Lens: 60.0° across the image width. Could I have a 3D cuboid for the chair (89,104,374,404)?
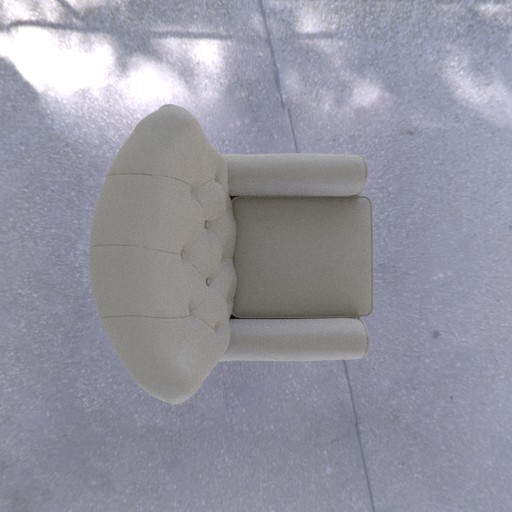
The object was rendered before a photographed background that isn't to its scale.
[{"bbox_3d":[0.000,0.000,1.890,1.059,1.158,0.943,0,89,-1],"label":"chair"}]
